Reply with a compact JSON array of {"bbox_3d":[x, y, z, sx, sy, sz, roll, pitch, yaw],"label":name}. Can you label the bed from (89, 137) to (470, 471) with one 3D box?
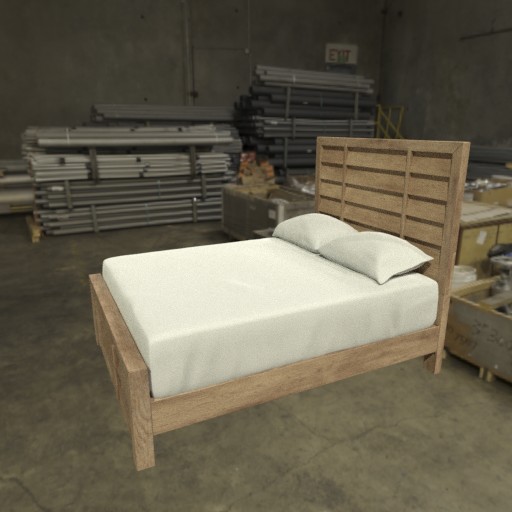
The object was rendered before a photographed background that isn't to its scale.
[{"bbox_3d":[0.000,0.000,3.232,2.197,1.626,1.626,-8,18,-25],"label":"bed"}]
